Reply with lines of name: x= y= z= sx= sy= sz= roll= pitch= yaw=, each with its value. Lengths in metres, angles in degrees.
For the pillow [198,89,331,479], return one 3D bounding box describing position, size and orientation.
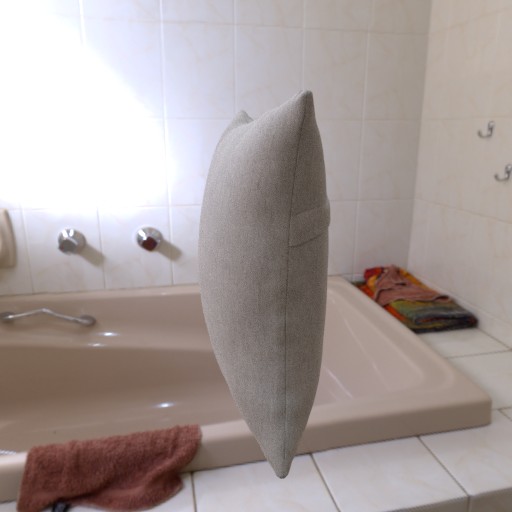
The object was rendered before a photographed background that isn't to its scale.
pillow: x=0.000 y=0.000 z=0.667 sx=0.173 sy=0.436 sz=0.433 roll=-3 pitch=16 yaw=-10
